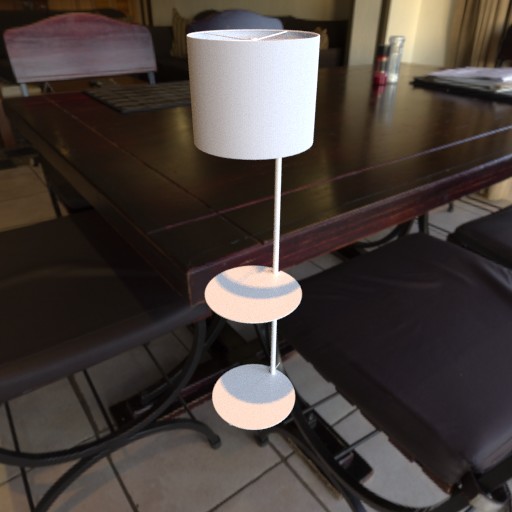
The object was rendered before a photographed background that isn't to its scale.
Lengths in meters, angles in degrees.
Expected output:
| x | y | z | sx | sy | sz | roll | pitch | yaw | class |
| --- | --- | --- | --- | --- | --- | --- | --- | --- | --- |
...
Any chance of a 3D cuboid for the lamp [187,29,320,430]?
| x | y | z | sx | sy | sz | roll | pitch | yaw | class |
| --- | --- | --- | --- | --- | --- | --- | --- | --- | --- |
| 0.000 | 0.000 | 1.631 | 0.372 | 1.465 | 0.405 | 20 | 36 | 29 | lamp |
